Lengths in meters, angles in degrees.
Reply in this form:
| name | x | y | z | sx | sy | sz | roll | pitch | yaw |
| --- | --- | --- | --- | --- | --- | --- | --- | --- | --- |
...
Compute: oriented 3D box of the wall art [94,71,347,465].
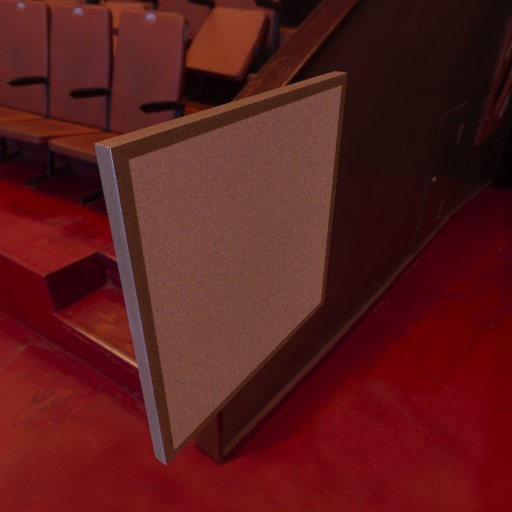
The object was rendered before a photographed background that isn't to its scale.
| name | x | y | z | sx | sy | sz | roll | pitch | yaw |
| --- | --- | --- | --- | --- | --- | --- | --- | --- | --- |
| wall art | 0.000 | 0.000 | 1.108 | 0.037 | 0.760 | 0.762 | 21 | 38 | 30 |
